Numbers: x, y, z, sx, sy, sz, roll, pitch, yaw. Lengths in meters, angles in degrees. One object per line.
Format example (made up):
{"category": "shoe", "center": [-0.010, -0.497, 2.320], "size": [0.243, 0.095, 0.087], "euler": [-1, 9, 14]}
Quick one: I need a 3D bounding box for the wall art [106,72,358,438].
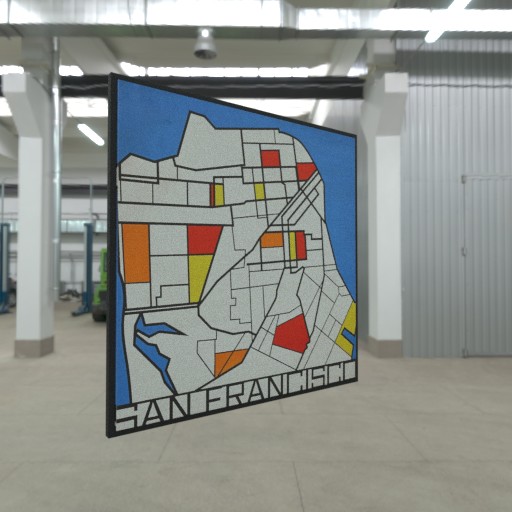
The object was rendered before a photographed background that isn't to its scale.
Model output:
{"category": "wall art", "center": [0.000, 0.000, 0.691], "size": [0.458, 0.457, 0.013], "euler": [1, -1, -36]}
